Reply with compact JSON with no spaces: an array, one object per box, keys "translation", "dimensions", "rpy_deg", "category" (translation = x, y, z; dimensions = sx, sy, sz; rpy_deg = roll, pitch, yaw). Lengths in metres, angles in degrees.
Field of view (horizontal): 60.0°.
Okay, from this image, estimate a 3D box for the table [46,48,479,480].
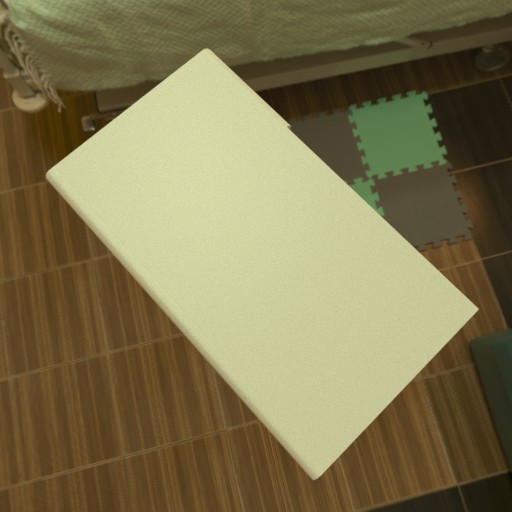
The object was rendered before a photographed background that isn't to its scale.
[{"translation":[0.000,0.000,1.432],"dimensions":[0.639,0.442,1.097],"rpy_deg":[-42,80,-9],"category":"table"}]
